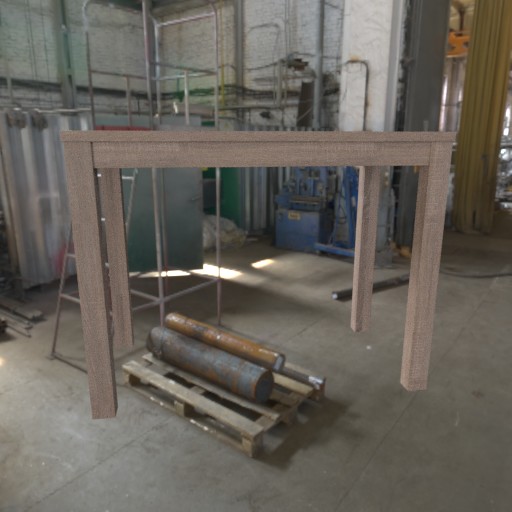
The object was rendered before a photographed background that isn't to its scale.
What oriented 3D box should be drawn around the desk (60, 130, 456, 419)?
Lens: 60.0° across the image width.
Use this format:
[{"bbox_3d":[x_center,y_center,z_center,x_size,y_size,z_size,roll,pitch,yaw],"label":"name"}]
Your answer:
[{"bbox_3d":[0.000,0.000,1.425,0.991,0.762,0.495,-2,15,-9],"label":"desk"}]
